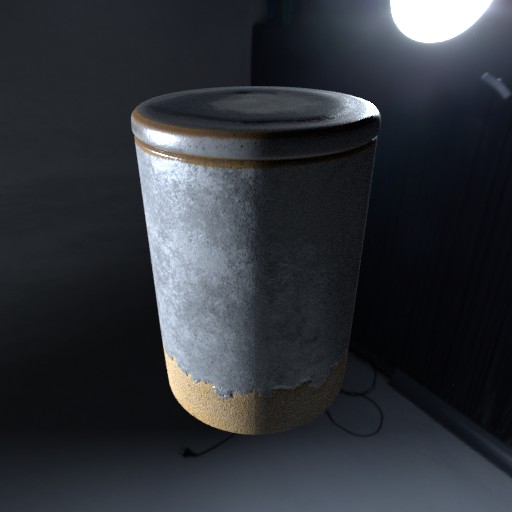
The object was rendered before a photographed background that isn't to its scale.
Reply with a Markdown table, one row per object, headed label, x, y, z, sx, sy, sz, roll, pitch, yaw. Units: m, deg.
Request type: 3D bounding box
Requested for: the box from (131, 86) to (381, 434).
| label | x | y | z | sx | sy | sz | roll | pitch | yaw |
| --- | --- | --- | --- | --- | --- | --- | --- | --- | --- |
| box | 0.000 | 0.000 | 0.253 | 0.118 | 0.168 | 0.118 | 0 | 29 | 0 |
